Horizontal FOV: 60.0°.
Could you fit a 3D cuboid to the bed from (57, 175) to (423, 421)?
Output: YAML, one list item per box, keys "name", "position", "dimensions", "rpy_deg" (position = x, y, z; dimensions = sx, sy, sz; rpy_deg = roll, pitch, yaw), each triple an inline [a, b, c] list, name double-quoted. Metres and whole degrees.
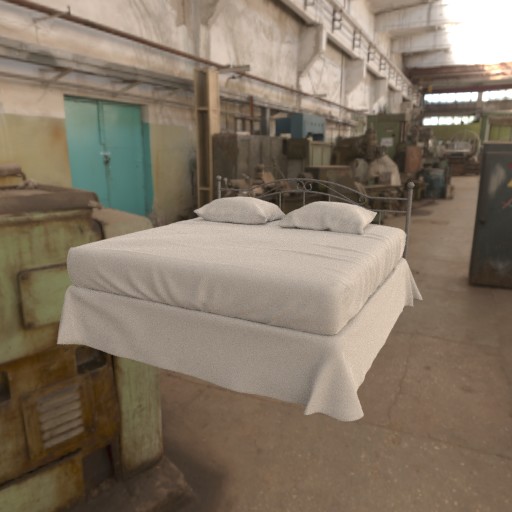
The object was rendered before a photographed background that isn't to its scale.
- name: "bed"
  position: [0.000, 0.000, 3.507]
  dimensions: [2.309, 1.080, 2.220]
  rpy_deg: [7, 16, 27]
